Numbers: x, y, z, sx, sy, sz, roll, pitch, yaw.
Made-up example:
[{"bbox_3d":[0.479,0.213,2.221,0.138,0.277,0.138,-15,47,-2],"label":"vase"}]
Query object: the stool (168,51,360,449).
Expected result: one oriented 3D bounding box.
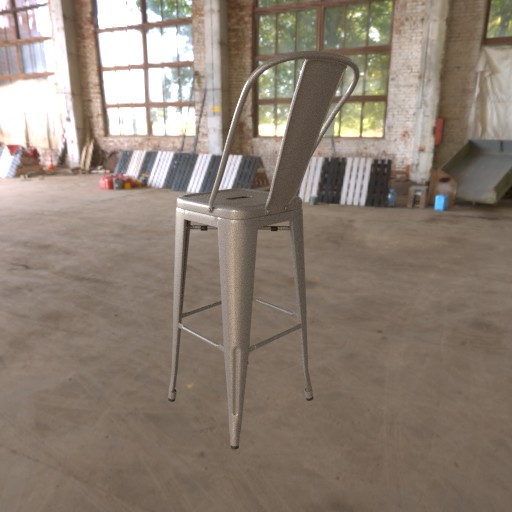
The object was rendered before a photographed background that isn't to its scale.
[{"bbox_3d":[0.000,0.000,1.362,0.399,1.096,0.513,-15,22,-42],"label":"stool"}]
